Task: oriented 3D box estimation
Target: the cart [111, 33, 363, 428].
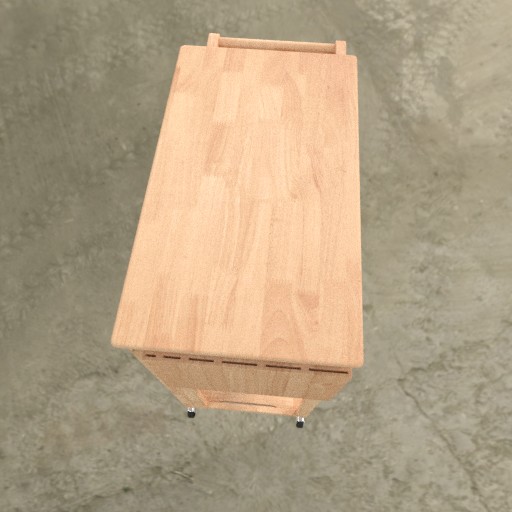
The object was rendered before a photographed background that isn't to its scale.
[{"bbox_3d":[0.000,0.000,1.319,0.432,0.879,0.853,4,64,2],"label":"cart"}]
